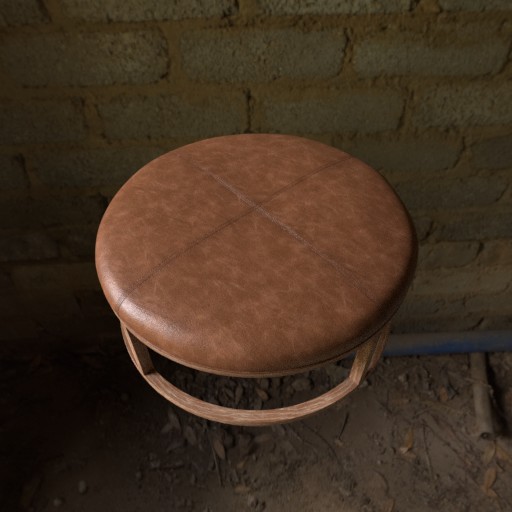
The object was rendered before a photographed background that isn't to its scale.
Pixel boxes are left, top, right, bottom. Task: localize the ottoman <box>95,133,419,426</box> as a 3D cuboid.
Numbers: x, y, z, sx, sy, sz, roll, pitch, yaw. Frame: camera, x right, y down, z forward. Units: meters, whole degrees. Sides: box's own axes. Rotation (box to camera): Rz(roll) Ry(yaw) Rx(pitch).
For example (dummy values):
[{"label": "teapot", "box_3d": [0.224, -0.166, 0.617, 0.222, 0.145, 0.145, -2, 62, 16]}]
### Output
[{"label": "ottoman", "box_3d": [0.000, 0.000, 1.519, 1.006, 0.445, 1.006, 0, 47, 0]}]
